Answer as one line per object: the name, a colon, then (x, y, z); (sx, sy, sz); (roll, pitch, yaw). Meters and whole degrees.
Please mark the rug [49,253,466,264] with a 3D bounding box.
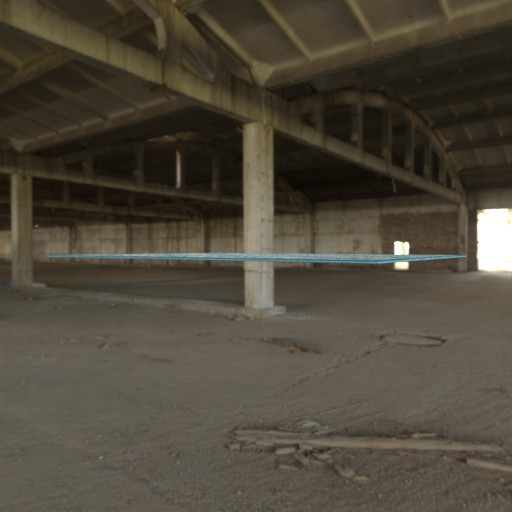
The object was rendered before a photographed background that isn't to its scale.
rug: (0.000, 0.000, 2.859); (2.205, 0.012, 1.554); (1, 1, 36)
